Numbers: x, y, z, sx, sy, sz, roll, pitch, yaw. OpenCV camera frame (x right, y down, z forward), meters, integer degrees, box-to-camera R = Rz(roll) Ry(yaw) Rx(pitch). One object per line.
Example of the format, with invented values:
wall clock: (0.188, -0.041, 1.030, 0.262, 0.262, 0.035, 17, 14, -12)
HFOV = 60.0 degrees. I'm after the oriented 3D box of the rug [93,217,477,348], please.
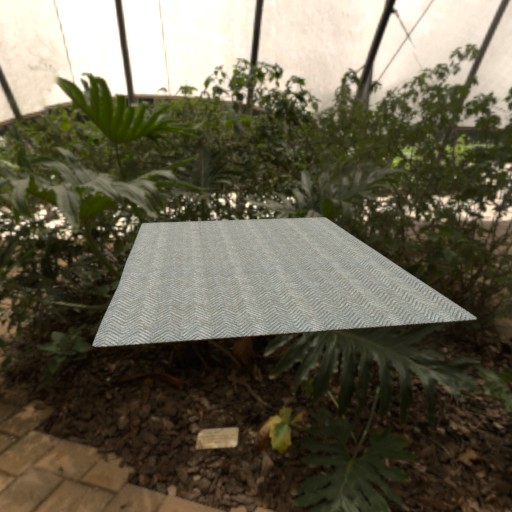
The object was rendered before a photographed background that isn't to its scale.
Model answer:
rug: (0.000, 0.000, 5.104, 2.894, 0.011, 3.957, -3, 17, -9)
